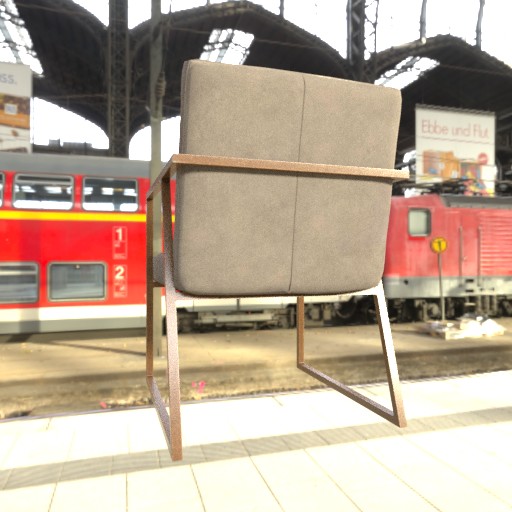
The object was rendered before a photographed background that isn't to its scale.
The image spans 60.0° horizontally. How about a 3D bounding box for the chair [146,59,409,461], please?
[{"bbox_3d":[0.000,0.000,1.298,0.578,0.843,0.682,0,0,-18],"label":"chair"}]
